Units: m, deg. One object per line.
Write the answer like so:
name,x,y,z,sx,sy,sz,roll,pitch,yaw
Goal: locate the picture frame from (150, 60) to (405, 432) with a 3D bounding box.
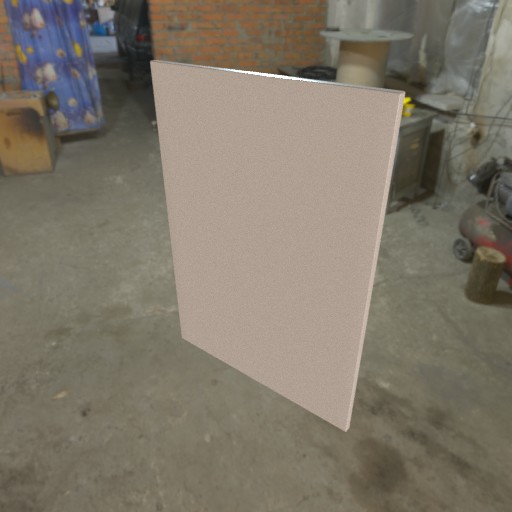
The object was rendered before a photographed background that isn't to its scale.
picture frame,0.000,0.000,0.692,0.381,0.534,0.012,21,37,31
